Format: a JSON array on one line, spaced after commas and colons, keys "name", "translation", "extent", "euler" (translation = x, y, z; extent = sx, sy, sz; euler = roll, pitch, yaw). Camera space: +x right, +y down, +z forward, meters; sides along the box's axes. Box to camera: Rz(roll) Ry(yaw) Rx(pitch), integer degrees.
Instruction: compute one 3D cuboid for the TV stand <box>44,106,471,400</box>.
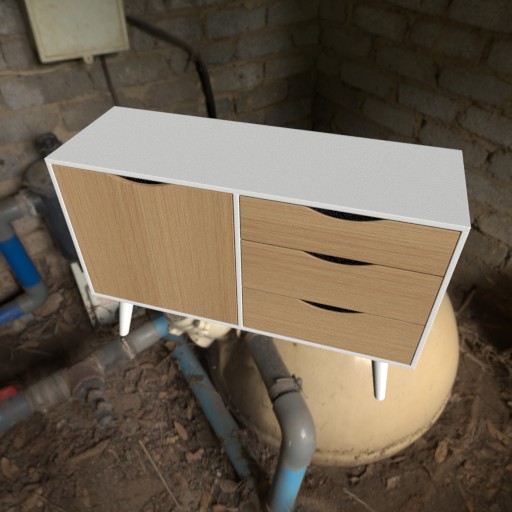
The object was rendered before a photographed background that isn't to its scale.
[{"name": "TV stand", "translation": [0.000, 0.000, 1.603], "extent": [1.193, 0.812, 0.406], "euler": [11, 42, 12]}]
